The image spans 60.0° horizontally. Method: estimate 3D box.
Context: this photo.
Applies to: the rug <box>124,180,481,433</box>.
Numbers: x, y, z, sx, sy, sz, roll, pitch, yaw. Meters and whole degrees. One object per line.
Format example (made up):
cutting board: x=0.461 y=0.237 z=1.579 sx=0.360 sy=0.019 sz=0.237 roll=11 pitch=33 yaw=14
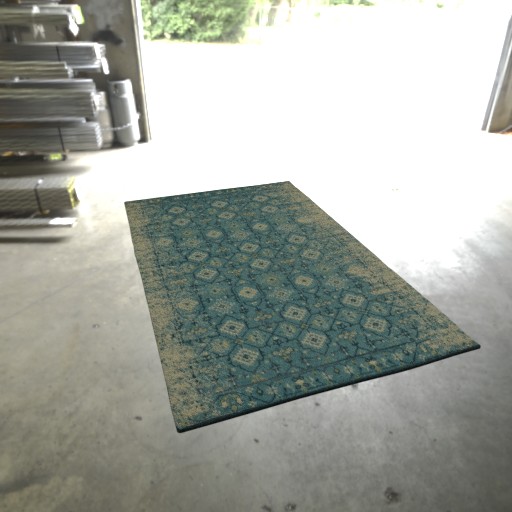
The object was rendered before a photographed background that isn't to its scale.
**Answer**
rug: x=0.000 y=0.000 z=2.970 sx=1.530 sy=0.015 sz=2.449 roll=-10 pitch=32 yaw=-17
